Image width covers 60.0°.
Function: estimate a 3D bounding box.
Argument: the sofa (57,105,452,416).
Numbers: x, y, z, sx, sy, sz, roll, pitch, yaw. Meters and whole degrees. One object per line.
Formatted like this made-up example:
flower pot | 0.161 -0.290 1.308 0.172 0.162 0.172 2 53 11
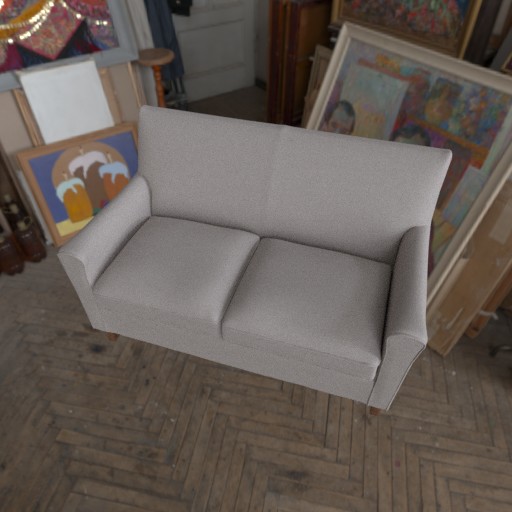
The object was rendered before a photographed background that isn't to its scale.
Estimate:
sofa | 0.000 0.000 2.045 1.482 0.890 0.888 12 44 13
